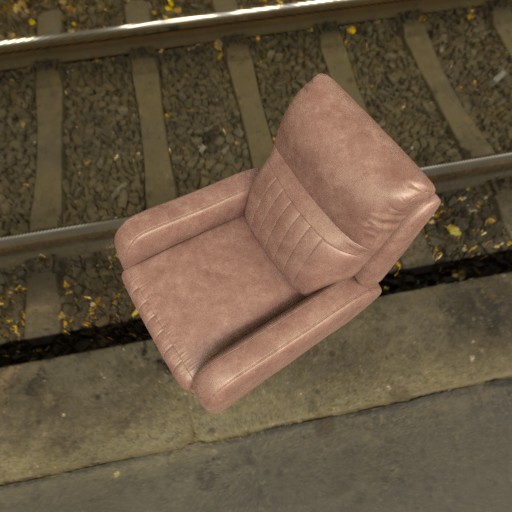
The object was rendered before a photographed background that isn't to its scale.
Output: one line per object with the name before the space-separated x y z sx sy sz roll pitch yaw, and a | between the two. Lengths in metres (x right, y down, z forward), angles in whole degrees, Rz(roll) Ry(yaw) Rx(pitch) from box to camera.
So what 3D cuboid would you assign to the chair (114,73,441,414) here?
chair | 0.000 0.000 1.863 1.067 1.067 0.865 -30 67 -14
